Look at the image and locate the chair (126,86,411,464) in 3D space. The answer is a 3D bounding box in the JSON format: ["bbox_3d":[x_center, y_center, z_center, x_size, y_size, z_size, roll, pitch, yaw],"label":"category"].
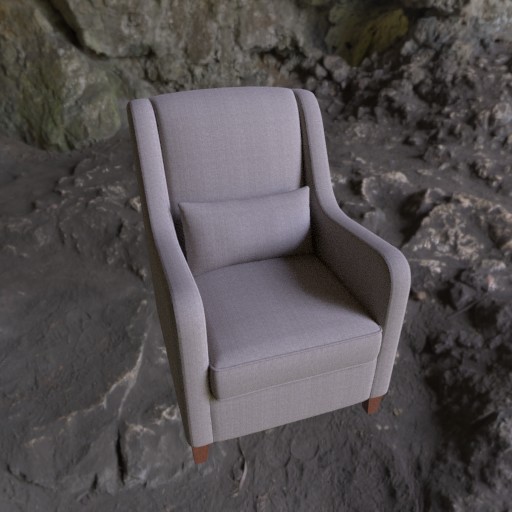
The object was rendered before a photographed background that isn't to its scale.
[{"bbox_3d":[0.000,0.000,1.593,0.715,1.017,0.890,-10,32,-16],"label":"chair"}]
